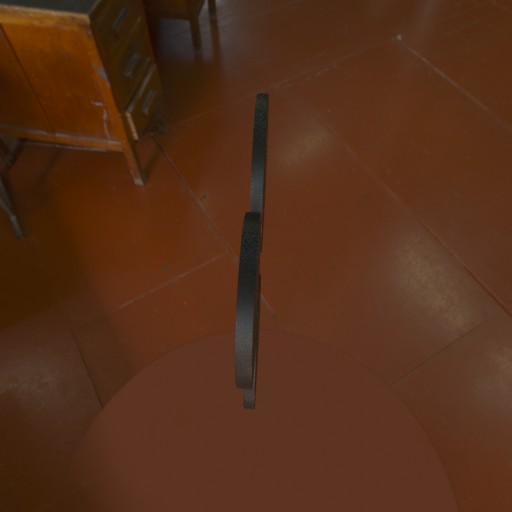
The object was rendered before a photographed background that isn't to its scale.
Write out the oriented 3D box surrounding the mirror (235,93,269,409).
[{"bbox_3d":[0.000,0.000,3.173,0.076,2.096,2.160,3,59,2],"label":"mirror"}]
